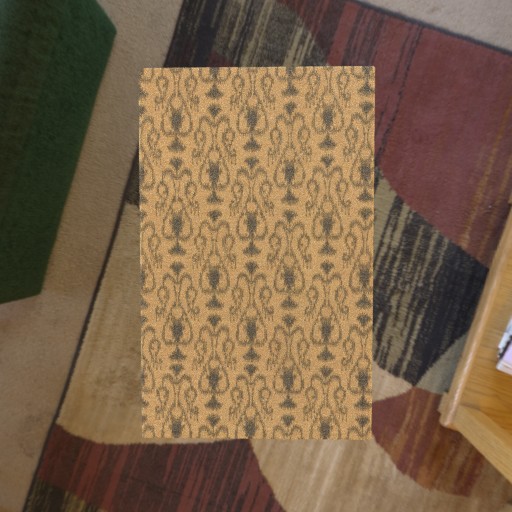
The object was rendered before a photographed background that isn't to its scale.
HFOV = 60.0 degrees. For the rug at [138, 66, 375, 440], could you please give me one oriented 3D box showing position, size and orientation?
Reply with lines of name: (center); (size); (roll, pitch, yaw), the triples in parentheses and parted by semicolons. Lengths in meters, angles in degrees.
rug: (0.000, 0.000, 1.968); (1.035, 0.006, 1.652); (0, 92, 1)
